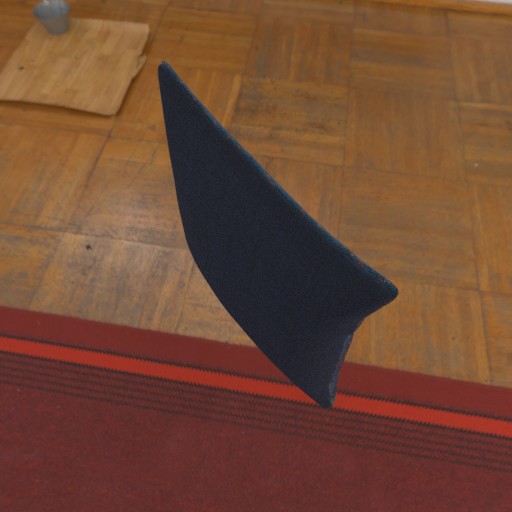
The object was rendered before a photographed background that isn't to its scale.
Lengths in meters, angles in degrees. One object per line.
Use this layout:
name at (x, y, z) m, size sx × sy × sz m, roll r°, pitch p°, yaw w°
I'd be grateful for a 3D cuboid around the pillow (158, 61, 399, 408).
pillow at (0.000, 0.000, 0.668) m, size 0.141 × 0.431 × 0.431 m, roll -32°, pitch 63°, yaw -18°
